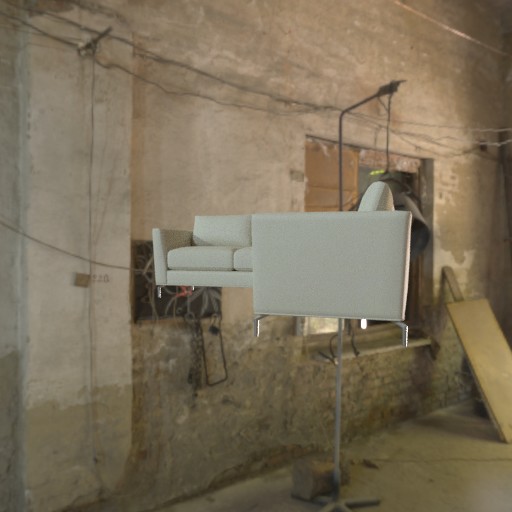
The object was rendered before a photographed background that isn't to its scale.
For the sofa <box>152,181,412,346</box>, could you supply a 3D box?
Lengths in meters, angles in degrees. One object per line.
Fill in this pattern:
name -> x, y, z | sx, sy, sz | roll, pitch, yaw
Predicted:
sofa -> 0.000, 0.000, 3.747 | 2.430, 0.867, 2.448 | 0, 1, 18
